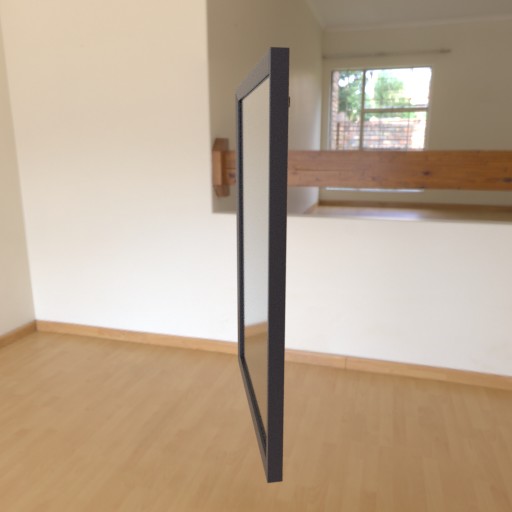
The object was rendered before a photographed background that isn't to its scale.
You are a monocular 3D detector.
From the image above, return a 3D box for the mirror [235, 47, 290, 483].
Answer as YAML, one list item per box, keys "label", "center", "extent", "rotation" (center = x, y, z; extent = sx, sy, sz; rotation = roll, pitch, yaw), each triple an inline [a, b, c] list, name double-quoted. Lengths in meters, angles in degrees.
- label: "mirror"
  center: [0.000, 0.000, 1.195]
  extent: [0.040, 0.915, 0.609]
  rotation: [-2, 14, -8]
